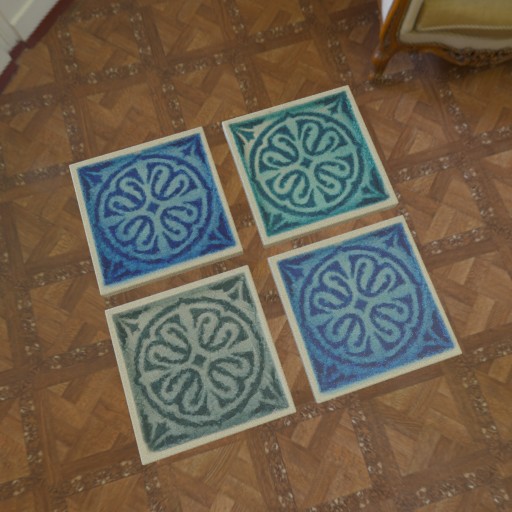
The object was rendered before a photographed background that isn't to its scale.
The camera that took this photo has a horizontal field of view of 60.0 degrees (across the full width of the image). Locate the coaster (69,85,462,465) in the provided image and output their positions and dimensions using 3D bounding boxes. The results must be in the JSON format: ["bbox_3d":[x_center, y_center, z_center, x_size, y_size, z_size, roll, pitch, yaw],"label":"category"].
[{"bbox_3d":[0.000,0.000,0.314,0.219,0.010,0.214,-18,77,-4],"label":"coaster"}]
